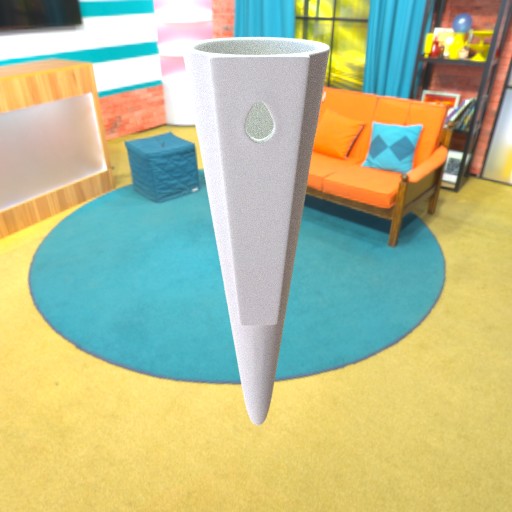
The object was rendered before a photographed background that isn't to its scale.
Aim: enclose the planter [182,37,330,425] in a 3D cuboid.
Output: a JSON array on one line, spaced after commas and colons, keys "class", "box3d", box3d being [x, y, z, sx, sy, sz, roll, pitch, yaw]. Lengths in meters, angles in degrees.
[{"class": "planter", "box3d": [0.000, 0.000, 0.224, 0.057, 0.193, 0.064, -1, 32, -2]}]
